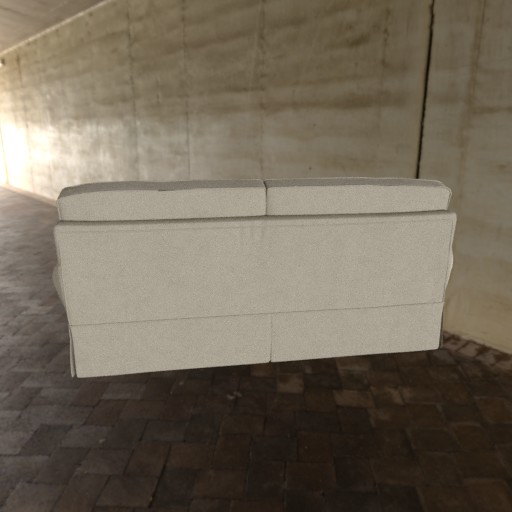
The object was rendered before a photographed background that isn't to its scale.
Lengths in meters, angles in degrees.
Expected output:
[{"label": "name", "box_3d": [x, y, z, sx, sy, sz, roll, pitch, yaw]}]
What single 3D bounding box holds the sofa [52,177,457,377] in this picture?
[{"label": "sofa", "box_3d": [0.000, 0.000, 2.775, 2.246, 1.014, 0.900, -2, 16, -9]}]
